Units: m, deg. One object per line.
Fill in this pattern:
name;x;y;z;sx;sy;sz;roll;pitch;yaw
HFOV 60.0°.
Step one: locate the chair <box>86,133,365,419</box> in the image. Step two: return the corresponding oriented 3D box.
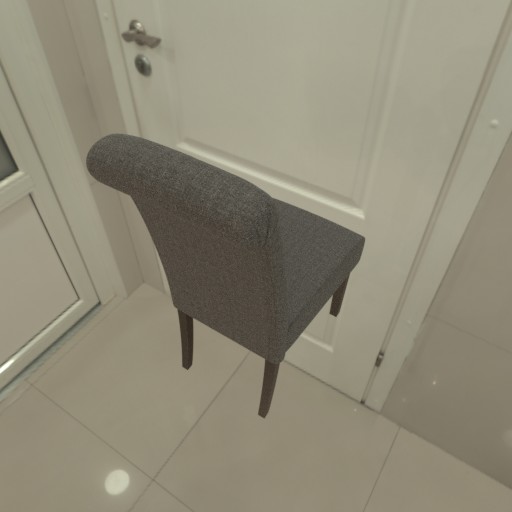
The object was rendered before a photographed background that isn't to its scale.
chair;0.000;0.000;1.338;0.456;1.006;0.671;25;52;22
